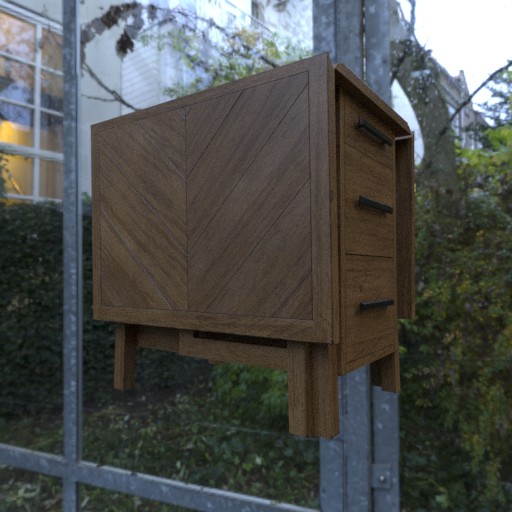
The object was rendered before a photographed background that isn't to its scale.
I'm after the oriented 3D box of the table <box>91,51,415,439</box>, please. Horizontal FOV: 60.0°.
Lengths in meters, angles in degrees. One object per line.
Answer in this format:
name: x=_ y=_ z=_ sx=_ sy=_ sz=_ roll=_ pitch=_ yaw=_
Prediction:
table: x=0.000 y=0.000 z=1.286 sx=0.746 sy=0.763 sz=0.591 roll=-1 pitch=-2 yaw=35
